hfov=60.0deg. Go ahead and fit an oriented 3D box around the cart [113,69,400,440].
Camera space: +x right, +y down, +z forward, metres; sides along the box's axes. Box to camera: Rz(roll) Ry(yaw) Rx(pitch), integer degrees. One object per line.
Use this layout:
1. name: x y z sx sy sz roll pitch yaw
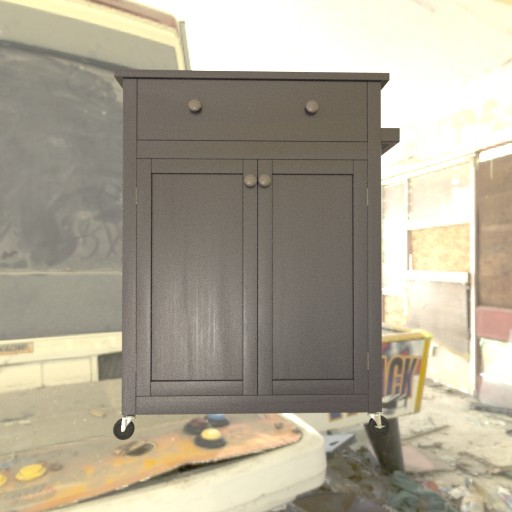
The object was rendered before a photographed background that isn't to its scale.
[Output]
1. cart: 0.000 0.000 1.266 0.690 0.878 0.449 0 -1 -2
